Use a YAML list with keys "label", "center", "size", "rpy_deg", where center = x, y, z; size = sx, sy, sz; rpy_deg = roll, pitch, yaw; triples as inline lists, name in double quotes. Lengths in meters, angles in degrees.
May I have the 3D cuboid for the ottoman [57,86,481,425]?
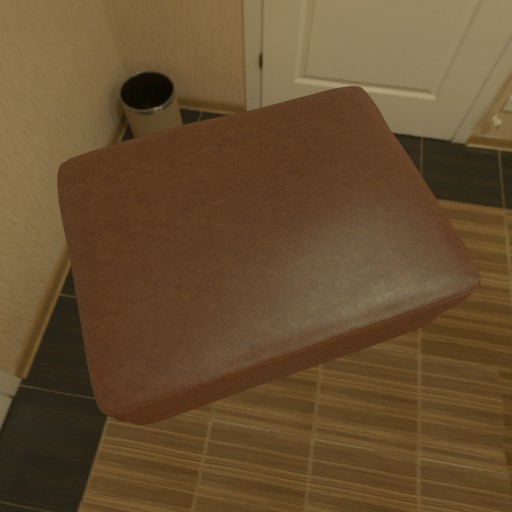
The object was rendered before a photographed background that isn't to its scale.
- label: "ottoman"
  center: [0.000, 0.000, 1.189]
  size: [0.851, 0.485, 0.650]
  rpy_deg: [-17, 65, -8]
